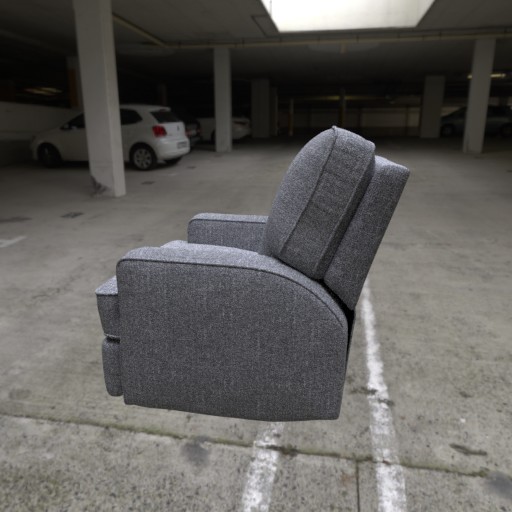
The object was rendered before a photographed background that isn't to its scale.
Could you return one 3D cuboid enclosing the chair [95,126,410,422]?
[{"bbox_3d":[0.000,0.000,1.698,0.964,0.962,0.861,3,15,10],"label":"chair"}]
